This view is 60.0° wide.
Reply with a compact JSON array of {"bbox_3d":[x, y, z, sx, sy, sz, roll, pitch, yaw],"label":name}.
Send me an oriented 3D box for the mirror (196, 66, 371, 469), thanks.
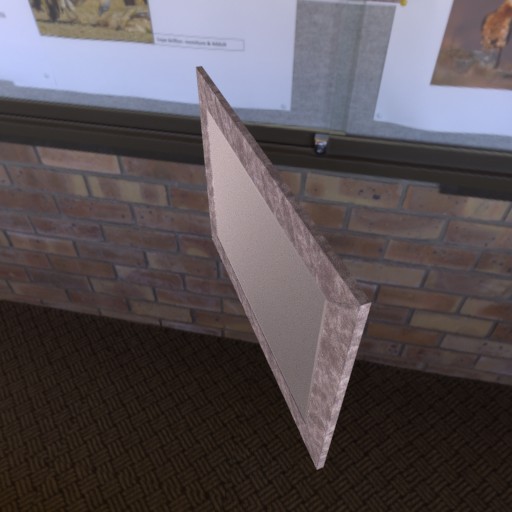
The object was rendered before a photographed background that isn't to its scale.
[{"bbox_3d":[0.000,0.000,1.429,0.022,0.795,1.101,-15,47,-14],"label":"mirror"}]
